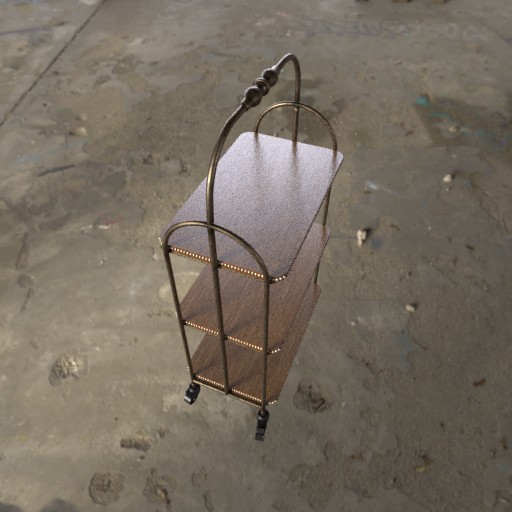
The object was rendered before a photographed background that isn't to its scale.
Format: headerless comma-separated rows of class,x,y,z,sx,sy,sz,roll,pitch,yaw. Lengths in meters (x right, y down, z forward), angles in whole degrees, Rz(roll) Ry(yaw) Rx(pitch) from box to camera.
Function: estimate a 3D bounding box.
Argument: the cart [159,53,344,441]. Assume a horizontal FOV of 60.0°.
cart,0.000,0.000,1.314,0.330,1.052,0.650,17,49,15
